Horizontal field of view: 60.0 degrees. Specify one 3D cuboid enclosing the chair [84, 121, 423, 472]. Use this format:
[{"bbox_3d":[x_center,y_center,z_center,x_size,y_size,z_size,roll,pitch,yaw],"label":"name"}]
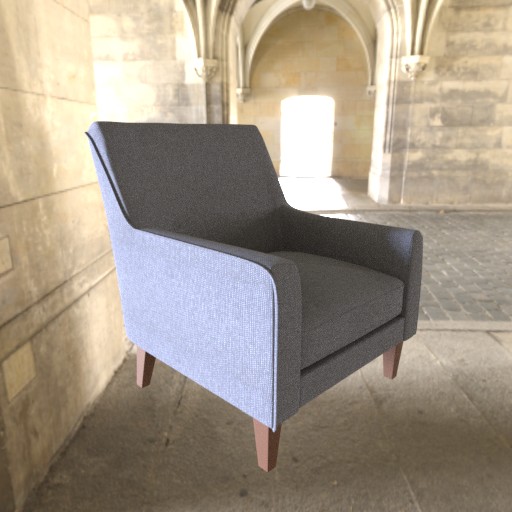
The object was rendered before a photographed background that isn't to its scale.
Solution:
[{"bbox_3d":[0.000,0.000,1.570,0.780,0.919,0.899,-15,21,-43],"label":"chair"}]
